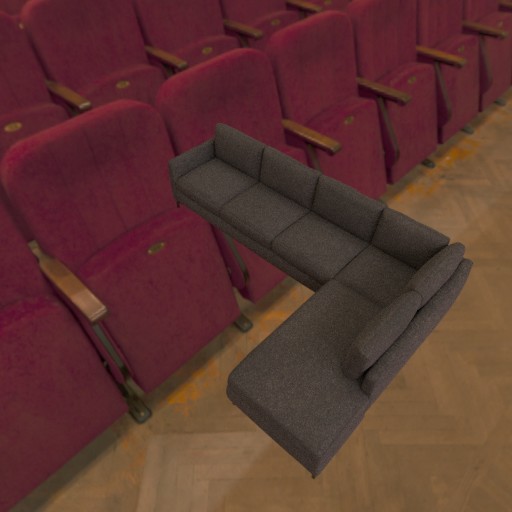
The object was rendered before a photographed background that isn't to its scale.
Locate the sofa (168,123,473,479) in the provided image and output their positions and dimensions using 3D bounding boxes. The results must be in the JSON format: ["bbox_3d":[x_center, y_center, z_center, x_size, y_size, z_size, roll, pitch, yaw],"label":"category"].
[{"bbox_3d":[0.000,0.000,3.840,2.949,0.815,2.007,34,55,29],"label":"sofa"}]
